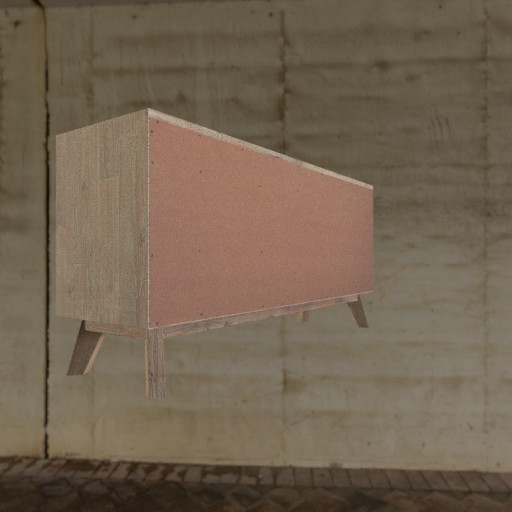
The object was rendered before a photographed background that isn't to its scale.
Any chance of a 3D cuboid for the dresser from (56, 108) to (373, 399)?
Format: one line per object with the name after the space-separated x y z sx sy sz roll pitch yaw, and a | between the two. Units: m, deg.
0.000 0.000 1.964 0.455 0.788 1.602 0 0 36 | dresser
